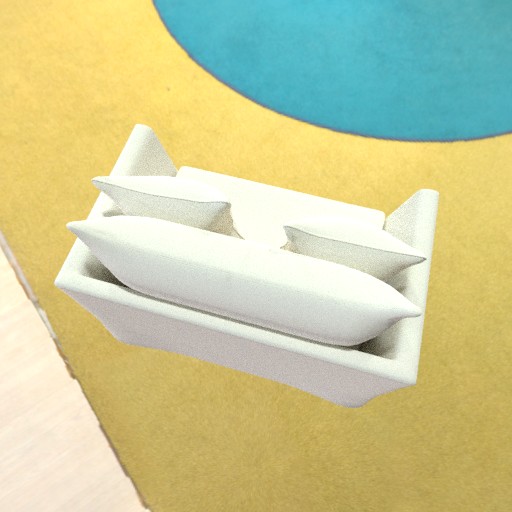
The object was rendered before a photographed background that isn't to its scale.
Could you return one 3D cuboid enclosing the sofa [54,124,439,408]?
[{"bbox_3d":[0.000,0.000,2.255,1.608,1.039,1.026,14,65,7],"label":"sofa"}]
